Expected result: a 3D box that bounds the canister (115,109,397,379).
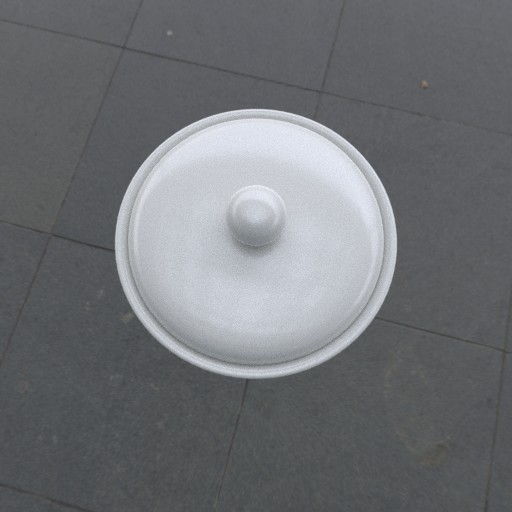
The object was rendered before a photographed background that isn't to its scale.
[{"bbox_3d":[0.000,0.000,0.342,0.182,0.208,0.182,0,75,0],"label":"canister"}]
